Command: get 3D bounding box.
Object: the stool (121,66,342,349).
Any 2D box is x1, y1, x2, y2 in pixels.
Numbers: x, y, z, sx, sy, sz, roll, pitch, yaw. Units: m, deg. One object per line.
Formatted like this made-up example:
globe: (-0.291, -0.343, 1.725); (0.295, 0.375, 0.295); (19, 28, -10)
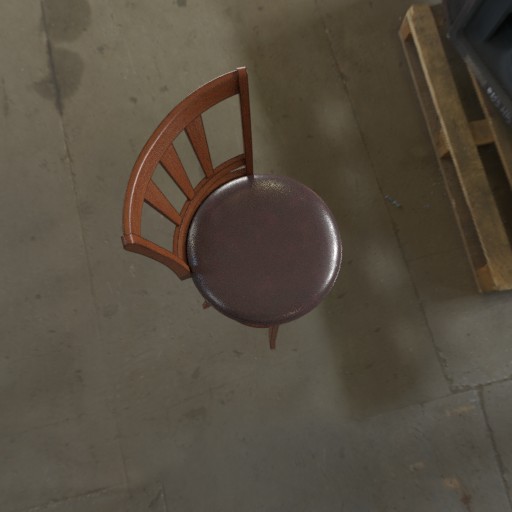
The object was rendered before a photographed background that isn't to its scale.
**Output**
stool: (0.000, 0.000, 1.446); (0.503, 1.177, 0.464); (30, 79, 7)
